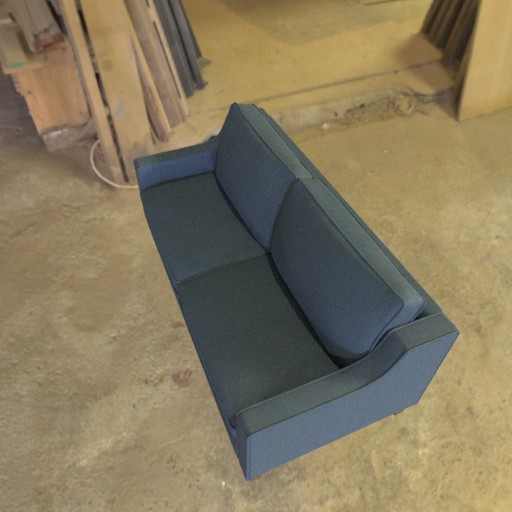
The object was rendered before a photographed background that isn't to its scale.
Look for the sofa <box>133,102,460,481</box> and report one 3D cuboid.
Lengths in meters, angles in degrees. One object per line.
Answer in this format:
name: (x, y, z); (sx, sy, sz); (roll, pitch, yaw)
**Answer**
sofa: (0.000, 0.000, 2.765); (1.066, 1.071, 2.178); (-17, 49, -16)
